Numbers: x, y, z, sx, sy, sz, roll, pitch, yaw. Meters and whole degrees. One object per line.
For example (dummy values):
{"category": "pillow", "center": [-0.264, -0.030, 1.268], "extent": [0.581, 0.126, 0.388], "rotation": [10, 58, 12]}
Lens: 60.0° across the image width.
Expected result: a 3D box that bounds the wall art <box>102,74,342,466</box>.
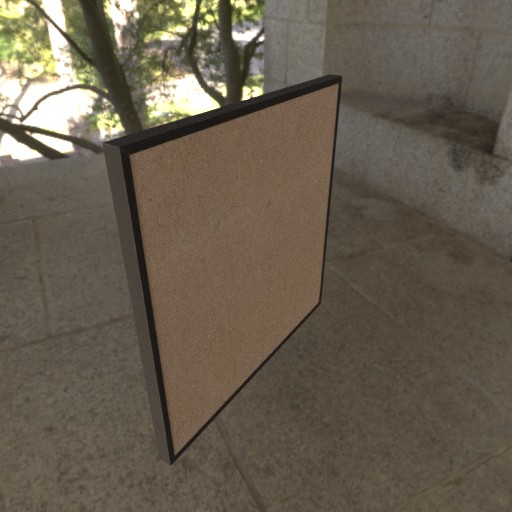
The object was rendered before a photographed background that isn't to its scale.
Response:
{"category": "wall art", "center": [0.000, 0.000, 1.123], "extent": [0.038, 0.762, 0.762], "rotation": [19, 36, 29]}
